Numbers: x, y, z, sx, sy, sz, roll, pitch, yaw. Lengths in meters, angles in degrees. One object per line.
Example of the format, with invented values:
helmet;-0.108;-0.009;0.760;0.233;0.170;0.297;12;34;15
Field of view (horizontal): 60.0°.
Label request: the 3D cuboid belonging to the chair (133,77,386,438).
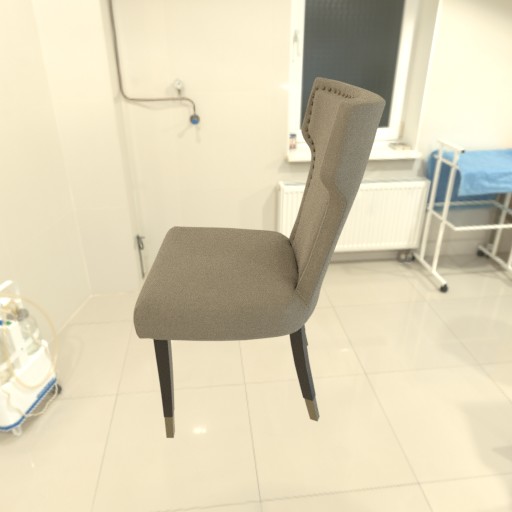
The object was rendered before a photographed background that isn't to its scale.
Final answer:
chair;0.000;0.000;1.327;0.630;0.955;0.526;0;27;0
